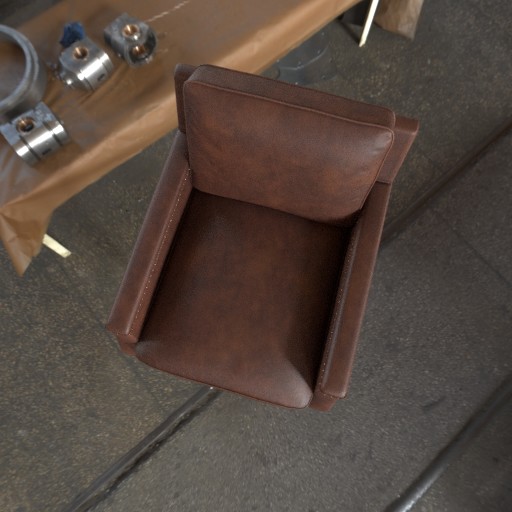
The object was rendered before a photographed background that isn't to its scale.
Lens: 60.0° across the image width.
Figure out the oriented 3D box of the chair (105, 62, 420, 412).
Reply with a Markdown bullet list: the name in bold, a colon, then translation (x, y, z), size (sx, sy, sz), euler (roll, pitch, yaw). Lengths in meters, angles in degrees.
- **chair**: translation (0.000, 0.000, 1.682), size (0.853, 0.929, 1.014), euler (15, 75, 4)
